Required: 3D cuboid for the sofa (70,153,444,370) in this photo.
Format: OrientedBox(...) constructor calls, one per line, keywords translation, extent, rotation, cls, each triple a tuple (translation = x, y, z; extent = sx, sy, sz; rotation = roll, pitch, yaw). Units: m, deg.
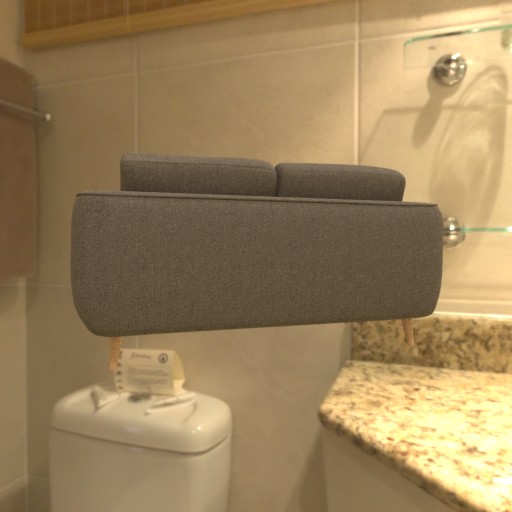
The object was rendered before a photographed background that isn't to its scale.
OrientedBox(translation=(0.000, 0.000, 2.242), extent=(1.700, 0.870, 0.920), rotation=(0, 1, -18), cls="sofa")
